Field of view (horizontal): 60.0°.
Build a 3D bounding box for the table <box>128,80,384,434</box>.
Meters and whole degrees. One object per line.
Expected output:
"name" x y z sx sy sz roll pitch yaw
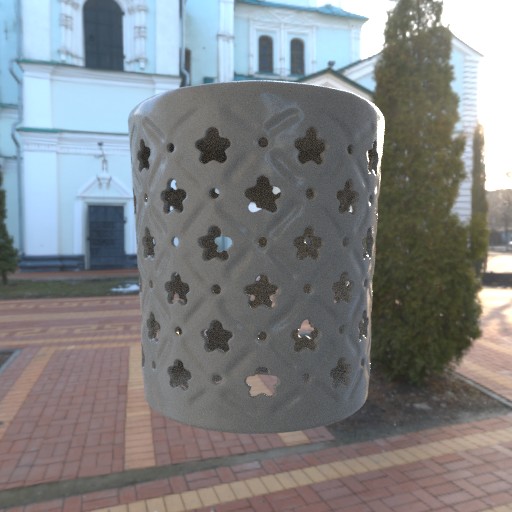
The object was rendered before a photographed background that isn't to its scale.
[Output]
"table" 0.000 0.000 0.638 0.352 0.387 0.352 0 2 0
